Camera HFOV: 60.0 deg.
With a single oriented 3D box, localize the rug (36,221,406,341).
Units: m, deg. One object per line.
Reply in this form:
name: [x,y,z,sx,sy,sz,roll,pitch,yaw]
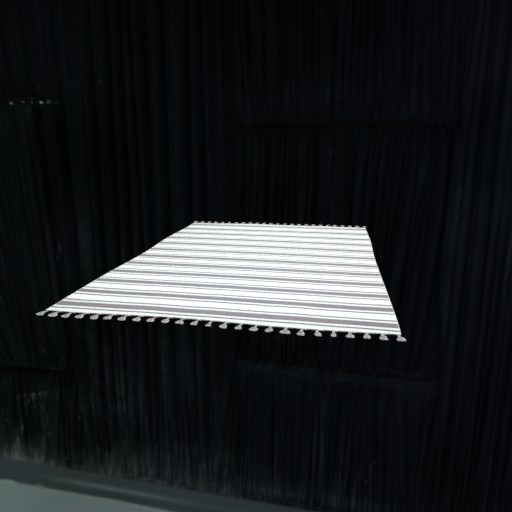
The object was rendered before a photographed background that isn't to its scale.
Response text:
rug: [0.000,0.000,3.791,2.030,0.017,3.040,3,15,10]
